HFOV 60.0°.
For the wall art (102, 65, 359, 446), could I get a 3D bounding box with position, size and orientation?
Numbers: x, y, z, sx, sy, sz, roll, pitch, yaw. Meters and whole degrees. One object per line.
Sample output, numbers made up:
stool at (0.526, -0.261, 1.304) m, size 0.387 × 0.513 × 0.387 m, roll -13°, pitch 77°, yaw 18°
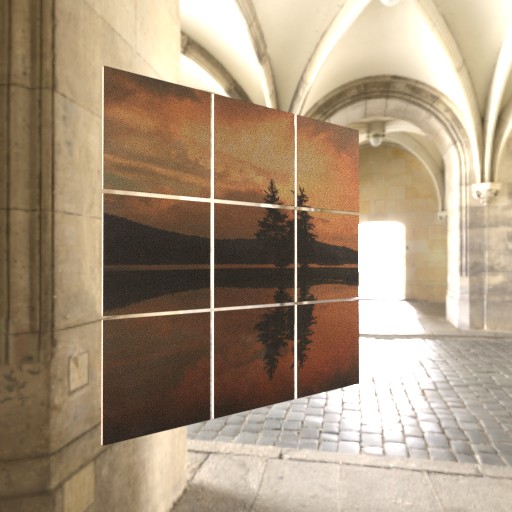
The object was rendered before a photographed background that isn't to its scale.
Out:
wall art at (0.000, 0.000, 1.780) m, size 1.216 × 1.218 × 0.013 m, roll 0°, pitch -1°, yaw -36°
